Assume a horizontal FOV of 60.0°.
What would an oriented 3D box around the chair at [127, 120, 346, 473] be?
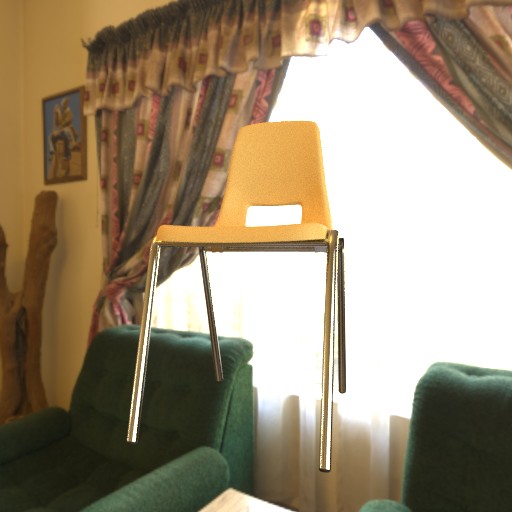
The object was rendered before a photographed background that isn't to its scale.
[{"bbox_3d":[0.000,0.000,0.974,0.381,0.704,0.436,0,1,17],"label":"chair"}]
